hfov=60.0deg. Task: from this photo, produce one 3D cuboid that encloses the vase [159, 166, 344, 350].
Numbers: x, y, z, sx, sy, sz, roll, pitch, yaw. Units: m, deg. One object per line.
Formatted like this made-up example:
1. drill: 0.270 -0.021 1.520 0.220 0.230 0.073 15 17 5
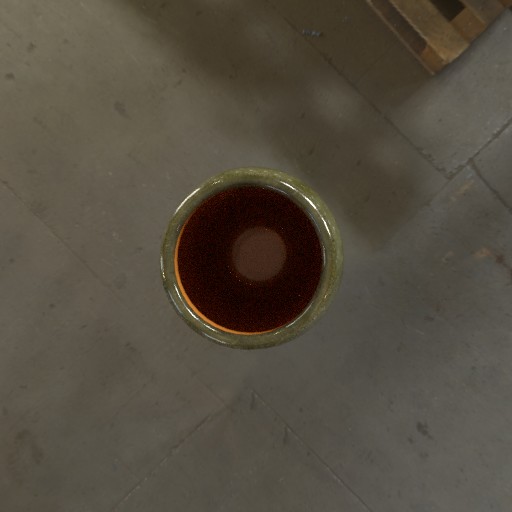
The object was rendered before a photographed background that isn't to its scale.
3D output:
1. vase: 0.000 0.000 0.384 0.139 0.313 0.139 0 91 2
